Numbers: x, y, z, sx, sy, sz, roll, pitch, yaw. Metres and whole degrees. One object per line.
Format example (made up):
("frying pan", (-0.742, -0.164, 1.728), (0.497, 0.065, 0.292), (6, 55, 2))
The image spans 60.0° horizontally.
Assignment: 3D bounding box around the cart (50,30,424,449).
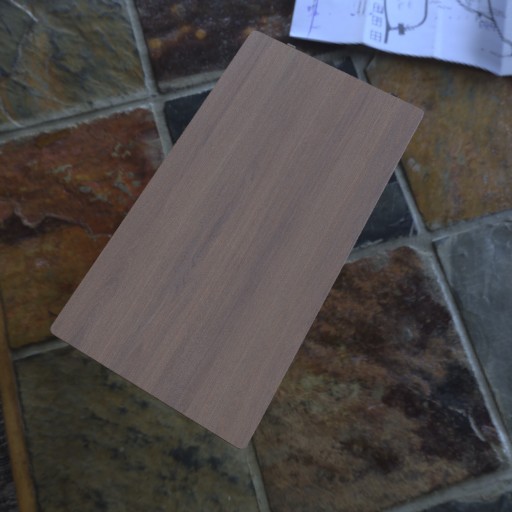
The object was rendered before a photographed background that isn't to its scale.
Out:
("cart", (0.000, 0.000, 1.412), (0.457, 0.927, 0.899), (29, 77, 7))
